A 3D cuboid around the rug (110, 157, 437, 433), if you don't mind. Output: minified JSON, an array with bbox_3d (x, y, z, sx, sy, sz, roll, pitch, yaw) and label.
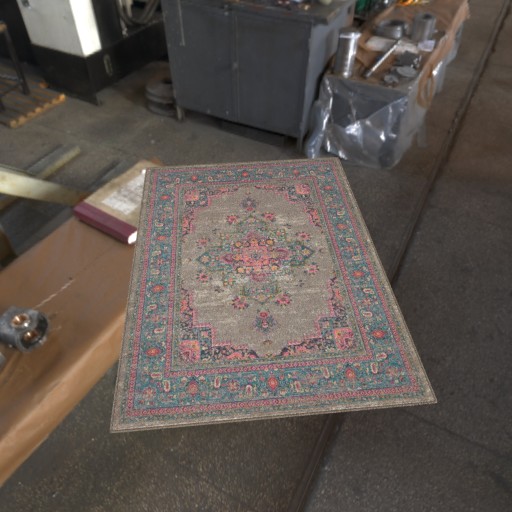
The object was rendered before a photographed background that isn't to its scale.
[{"bbox_3d":[0.000,0.000,2.927,1.609,0.013,2.214,-4,45,-4],"label":"rug"}]
